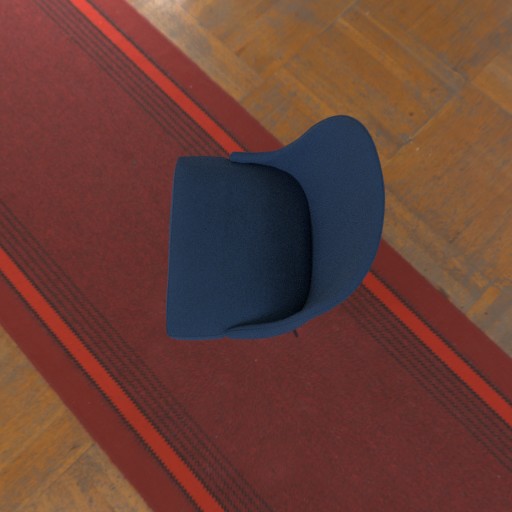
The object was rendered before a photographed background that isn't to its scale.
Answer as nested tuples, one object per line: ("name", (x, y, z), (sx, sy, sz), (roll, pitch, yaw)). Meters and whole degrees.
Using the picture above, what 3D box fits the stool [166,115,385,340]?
("stool", (0.000, 0.000, 1.364), (0.489, 1.079, 0.527), (1, 77, 0))
